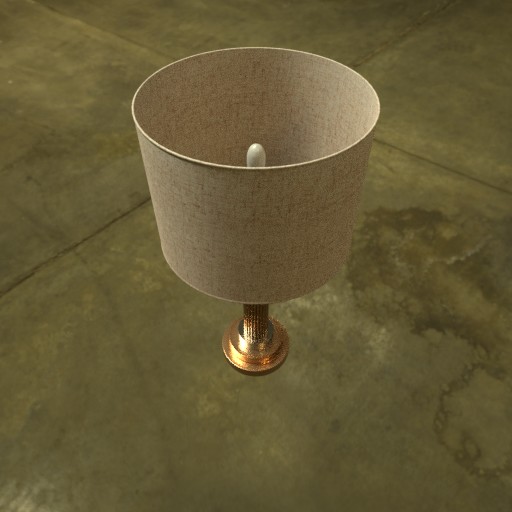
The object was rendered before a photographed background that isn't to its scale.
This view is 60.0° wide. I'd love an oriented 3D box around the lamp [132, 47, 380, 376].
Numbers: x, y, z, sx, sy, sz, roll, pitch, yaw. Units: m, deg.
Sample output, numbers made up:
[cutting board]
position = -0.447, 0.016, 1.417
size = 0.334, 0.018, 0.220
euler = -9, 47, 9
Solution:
[lamp]
position = 0.000, 0.000, 0.804
size = 0.321, 0.610, 0.321
euler = -4, 47, -3
